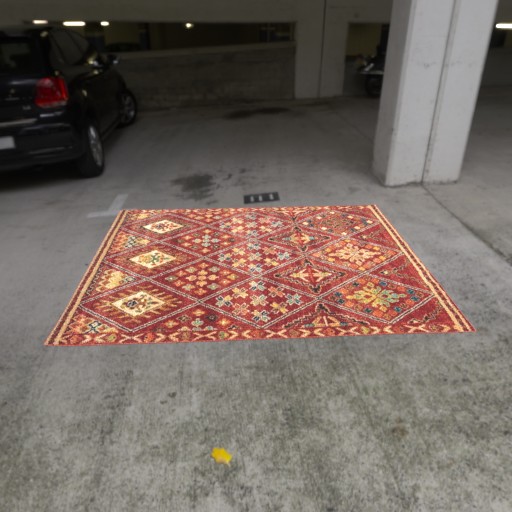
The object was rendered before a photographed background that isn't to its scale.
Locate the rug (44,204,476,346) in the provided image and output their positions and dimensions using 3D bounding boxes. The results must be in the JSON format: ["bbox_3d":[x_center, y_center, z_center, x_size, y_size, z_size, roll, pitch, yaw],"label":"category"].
[{"bbox_3d":[0.000,0.000,4.232,3.086,0.030,2.489,-2,28,-3],"label":"rug"}]
